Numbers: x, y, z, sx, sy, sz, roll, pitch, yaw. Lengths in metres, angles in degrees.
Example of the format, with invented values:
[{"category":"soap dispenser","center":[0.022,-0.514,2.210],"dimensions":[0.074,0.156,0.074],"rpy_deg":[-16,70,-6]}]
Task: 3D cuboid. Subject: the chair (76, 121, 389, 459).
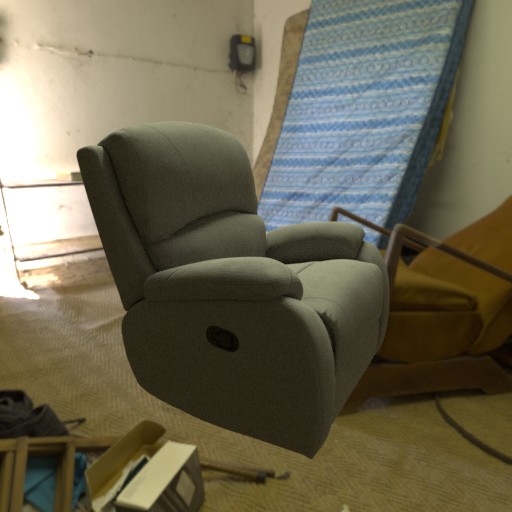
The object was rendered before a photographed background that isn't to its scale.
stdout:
[{"category":"chair","center":[0.000,0.000,1.713],"dimensions":[0.899,1.011,0.930],"rpy_deg":[7,15,27]}]
